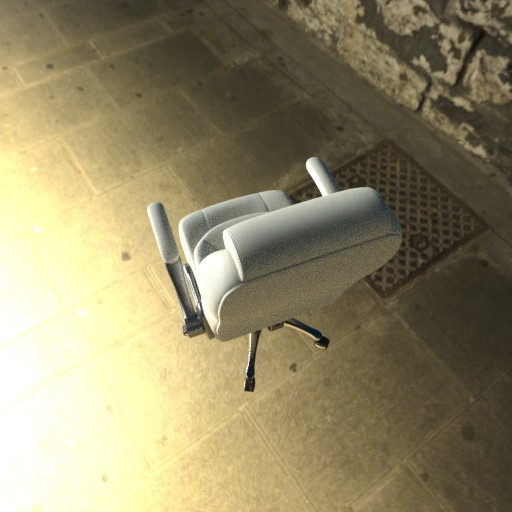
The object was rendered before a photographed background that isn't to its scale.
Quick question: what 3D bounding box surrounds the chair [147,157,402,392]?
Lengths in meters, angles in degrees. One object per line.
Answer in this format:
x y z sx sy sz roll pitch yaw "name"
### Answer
0.000 0.000 1.773 0.755 1.330 0.806 -18 60 -11 "chair"
